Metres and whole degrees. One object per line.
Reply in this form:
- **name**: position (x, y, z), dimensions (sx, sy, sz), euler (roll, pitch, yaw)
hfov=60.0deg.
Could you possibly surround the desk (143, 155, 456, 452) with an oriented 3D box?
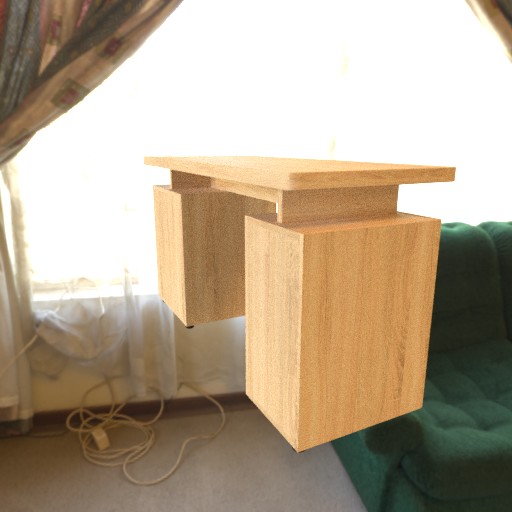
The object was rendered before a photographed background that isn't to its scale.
- **desk**: position (0.000, 0.000, 1.794), dimensions (0.550, 0.760, 1.400), euler (-7, 16, -26)
